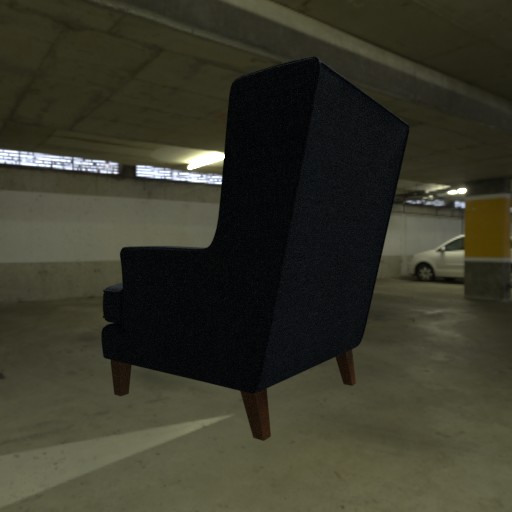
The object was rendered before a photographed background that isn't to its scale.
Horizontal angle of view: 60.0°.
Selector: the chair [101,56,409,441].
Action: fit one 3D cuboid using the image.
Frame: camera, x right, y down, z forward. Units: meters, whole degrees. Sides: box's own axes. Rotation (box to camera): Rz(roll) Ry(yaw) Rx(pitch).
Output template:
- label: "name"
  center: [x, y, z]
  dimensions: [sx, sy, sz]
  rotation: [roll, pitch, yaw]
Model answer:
- label: "chair"
  center: [0.000, 0.000, 1.722]
  dimensions: [0.947, 1.072, 0.764]
  rotation: [1, 1, 36]
